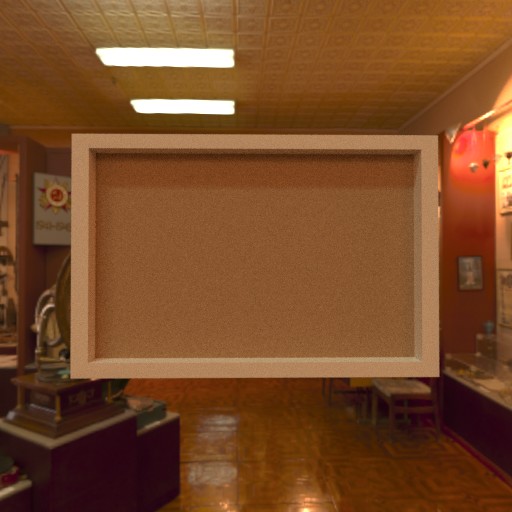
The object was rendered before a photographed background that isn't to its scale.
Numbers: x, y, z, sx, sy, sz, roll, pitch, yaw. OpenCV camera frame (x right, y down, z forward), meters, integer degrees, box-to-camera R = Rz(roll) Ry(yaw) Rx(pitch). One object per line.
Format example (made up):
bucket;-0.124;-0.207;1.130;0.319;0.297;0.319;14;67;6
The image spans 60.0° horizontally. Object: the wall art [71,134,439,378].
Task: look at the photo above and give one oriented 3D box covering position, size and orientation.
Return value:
wall art;0.000;0.000;0.480;0.384;0.254;0.039;0;-1;-1
